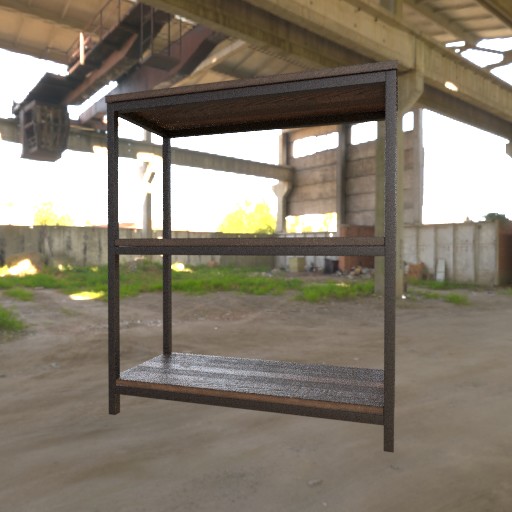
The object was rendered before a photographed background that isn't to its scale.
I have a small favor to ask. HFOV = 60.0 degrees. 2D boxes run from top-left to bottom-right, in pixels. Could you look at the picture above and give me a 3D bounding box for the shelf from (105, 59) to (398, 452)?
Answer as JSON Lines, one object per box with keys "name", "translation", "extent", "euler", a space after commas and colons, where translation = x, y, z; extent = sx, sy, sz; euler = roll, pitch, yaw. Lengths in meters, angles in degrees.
{"name": "shelf", "translation": [0.000, 0.000, 1.359], "extent": [0.822, 0.947, 0.352], "euler": [0, 1, 18]}
